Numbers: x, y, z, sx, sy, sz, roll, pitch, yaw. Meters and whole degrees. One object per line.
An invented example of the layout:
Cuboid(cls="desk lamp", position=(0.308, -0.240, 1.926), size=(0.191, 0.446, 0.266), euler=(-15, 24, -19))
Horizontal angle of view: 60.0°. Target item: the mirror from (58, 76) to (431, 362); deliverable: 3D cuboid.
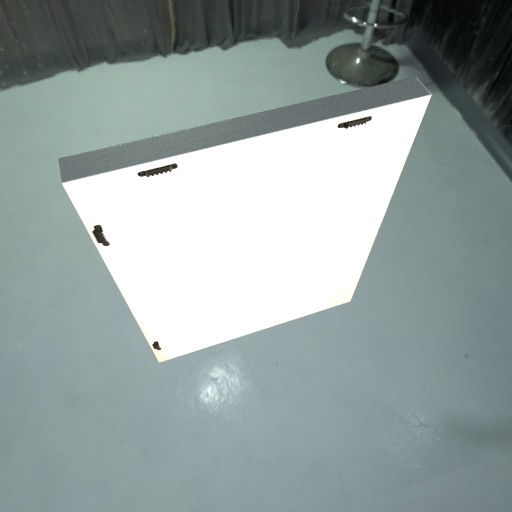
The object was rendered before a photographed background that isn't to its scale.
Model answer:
Cuboid(cls="mirror", position=(0.000, 0.000, 0.683), size=(0.406, 0.509, 0.041), euler=(-16, 59, -10))
